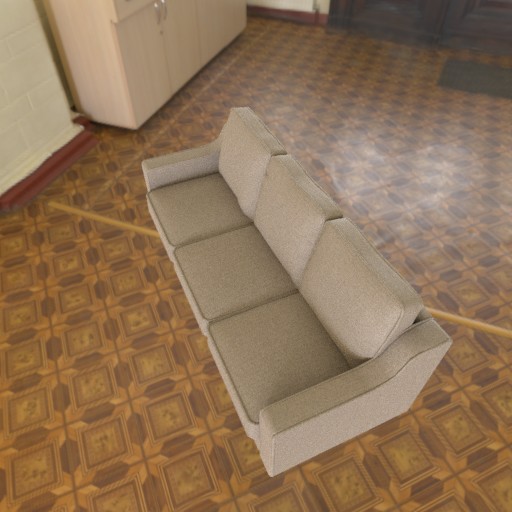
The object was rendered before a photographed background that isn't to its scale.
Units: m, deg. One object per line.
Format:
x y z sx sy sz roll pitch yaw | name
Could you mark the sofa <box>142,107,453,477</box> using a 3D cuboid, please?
0.000 0.000 2.641 0.899 0.950 2.129 -18 49 -17 | sofa
